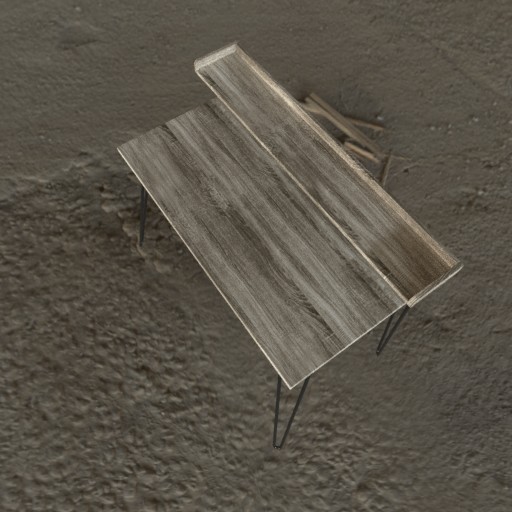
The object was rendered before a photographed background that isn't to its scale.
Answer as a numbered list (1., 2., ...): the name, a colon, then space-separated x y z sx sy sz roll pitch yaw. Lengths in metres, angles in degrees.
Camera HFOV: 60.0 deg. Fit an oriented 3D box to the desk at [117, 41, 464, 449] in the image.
1. desk: 0.000 0.000 1.628 0.605 0.899 1.135 -32 68 -15
